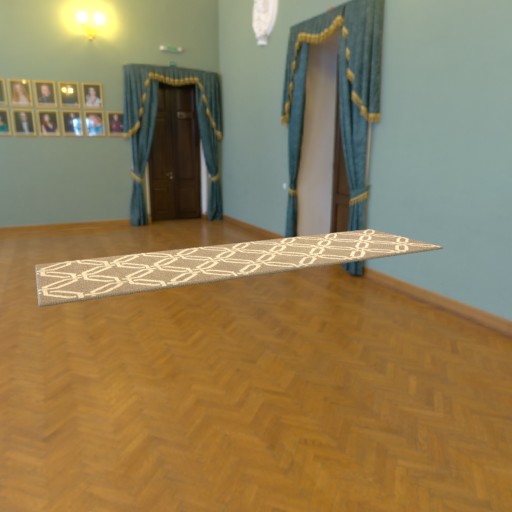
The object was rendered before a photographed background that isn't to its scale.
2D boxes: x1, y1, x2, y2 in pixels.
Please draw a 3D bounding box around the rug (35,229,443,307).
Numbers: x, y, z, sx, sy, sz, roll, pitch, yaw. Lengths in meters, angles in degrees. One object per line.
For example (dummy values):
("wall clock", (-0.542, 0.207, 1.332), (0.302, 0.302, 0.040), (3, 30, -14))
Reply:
("rug", (0.000, 0.000, 2.550), (2.276, 0.014, 0.678), (-7, 16, -26))
